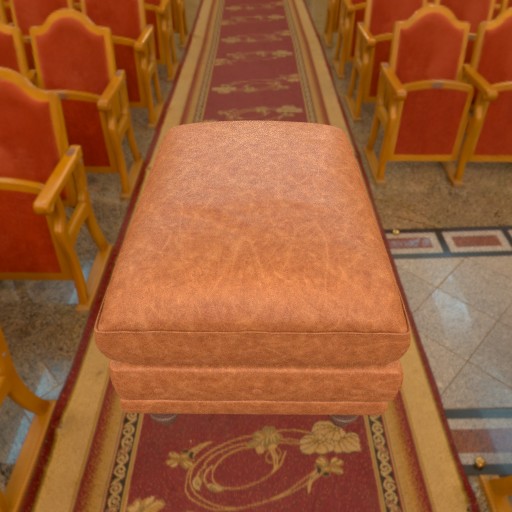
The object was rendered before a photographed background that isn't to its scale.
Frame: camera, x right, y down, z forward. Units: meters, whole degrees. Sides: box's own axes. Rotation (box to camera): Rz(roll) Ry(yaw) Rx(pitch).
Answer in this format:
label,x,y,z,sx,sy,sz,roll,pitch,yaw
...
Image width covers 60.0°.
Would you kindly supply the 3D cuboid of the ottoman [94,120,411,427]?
label,x,y,z,sx,sy,sz,roll,pitch,yaw
ottoman,0.000,0.000,1.052,0.533,0.480,0.710,0,41,0
